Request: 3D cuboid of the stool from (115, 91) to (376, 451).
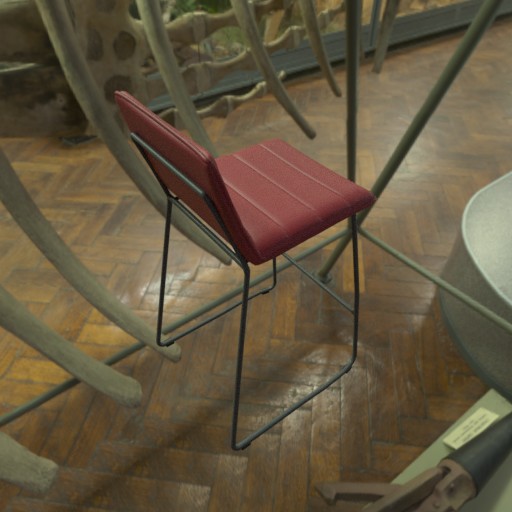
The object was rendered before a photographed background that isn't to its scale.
[{"bbox_3d":[0.000,0.000,1.243,0.524,0.937,0.489,-26,48,-27],"label":"stool"}]
